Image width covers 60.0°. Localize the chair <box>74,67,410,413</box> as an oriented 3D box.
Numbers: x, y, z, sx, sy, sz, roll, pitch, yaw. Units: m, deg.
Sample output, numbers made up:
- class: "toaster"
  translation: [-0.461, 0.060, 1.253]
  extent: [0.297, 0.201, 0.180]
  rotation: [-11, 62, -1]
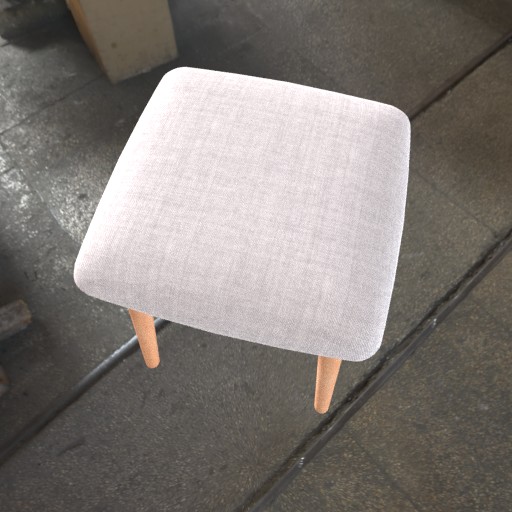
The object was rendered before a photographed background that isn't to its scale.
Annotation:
- class: "chair"
  translation: [0.000, 0.000, 0.686]
  extent: [0.350, 0.440, 0.350]
  rotation: [13, 65, 6]
